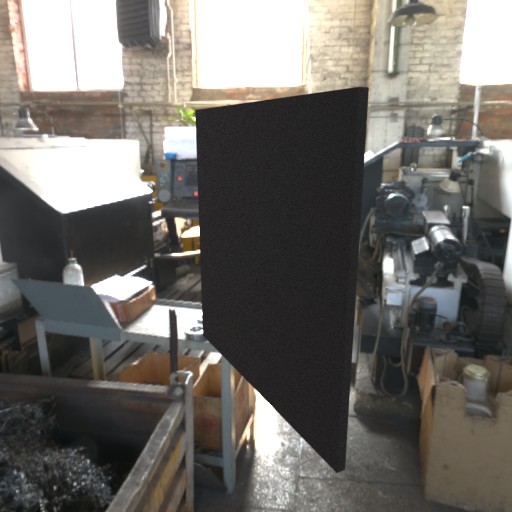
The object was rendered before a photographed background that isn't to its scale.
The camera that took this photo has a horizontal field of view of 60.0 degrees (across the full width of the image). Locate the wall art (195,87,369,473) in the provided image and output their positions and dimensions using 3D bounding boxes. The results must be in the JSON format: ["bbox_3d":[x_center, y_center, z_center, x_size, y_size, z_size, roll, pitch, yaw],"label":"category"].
[{"bbox_3d":[0.000,0.000,0.696,0.013,0.458,0.456,-8,17,-27],"label":"wall art"}]
